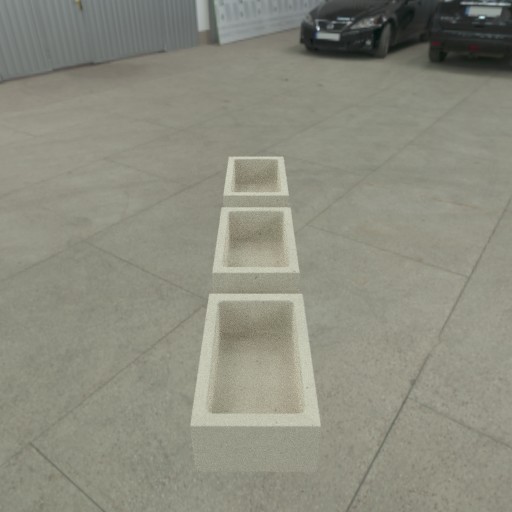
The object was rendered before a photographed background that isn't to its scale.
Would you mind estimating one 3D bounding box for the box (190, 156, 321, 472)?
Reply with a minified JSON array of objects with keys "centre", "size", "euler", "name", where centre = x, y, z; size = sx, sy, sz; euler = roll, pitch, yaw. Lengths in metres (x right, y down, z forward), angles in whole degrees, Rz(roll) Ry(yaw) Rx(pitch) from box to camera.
[{"centre":[0.000,0.000,0.481],"size":[0.082,0.051,0.461],"euler":[0,33,0],"name":"box"}]
